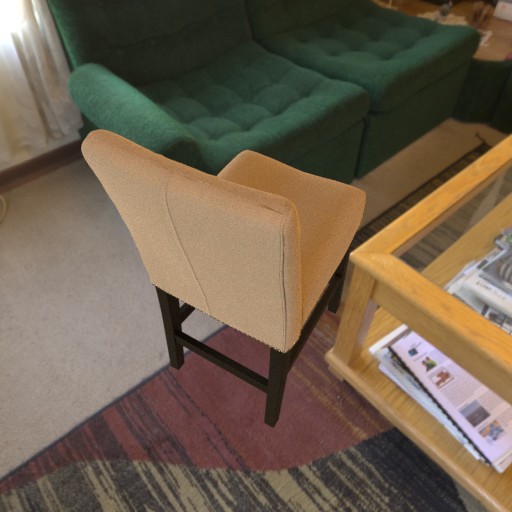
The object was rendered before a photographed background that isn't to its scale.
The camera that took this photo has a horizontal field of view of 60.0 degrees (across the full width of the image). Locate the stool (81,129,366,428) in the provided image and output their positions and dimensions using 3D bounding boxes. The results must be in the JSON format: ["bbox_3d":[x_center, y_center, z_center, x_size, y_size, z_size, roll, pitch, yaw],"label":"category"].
[{"bbox_3d":[0.000,0.000,1.187,0.427,0.885,0.571,24,52,20],"label":"stool"}]
